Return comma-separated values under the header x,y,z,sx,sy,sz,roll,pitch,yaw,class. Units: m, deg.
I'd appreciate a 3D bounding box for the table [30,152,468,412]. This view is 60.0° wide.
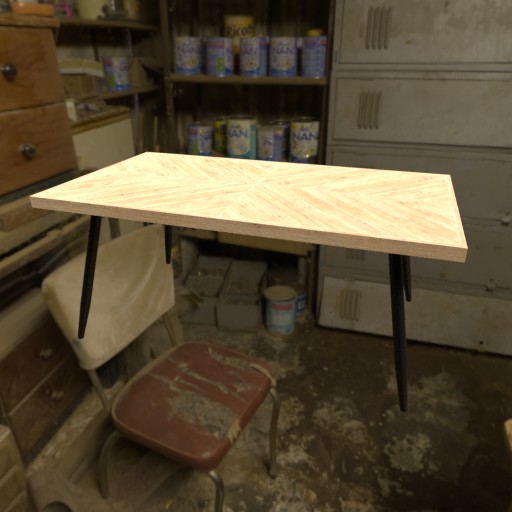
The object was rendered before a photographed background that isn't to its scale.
x,y,z,sx,sy,sz,roll,pitch,yaw,class
0.000,0.000,2.308,1.803,0.762,0.991,8,26,17,table
